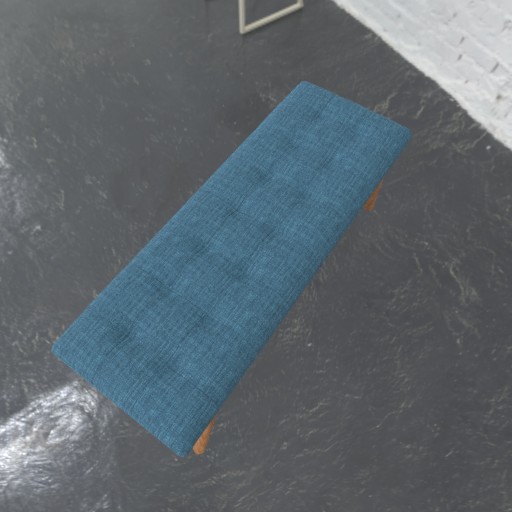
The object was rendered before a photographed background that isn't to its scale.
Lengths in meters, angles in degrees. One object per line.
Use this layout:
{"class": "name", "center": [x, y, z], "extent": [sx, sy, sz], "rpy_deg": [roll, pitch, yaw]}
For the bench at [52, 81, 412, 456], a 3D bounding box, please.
{"class": "bench", "center": [0.000, 0.000, 1.348], "extent": [0.406, 0.432, 1.118], "rpy_deg": [32, 66, 16]}
